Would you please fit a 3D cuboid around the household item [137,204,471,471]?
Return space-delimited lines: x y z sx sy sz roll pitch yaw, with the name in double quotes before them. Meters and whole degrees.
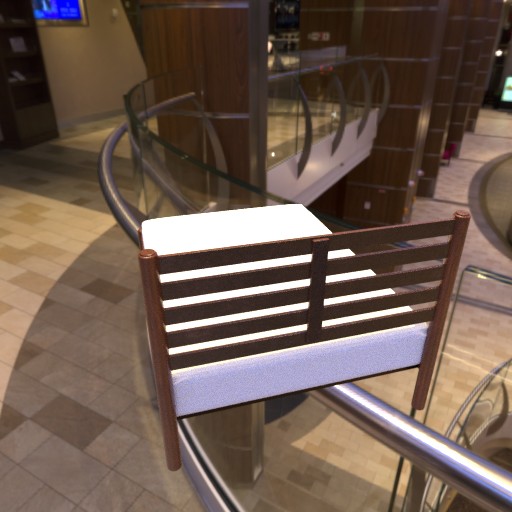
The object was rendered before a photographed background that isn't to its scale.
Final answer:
"household item" 0.000 0.000 3.300 1.663 1.356 2.232 -8 29 -14
